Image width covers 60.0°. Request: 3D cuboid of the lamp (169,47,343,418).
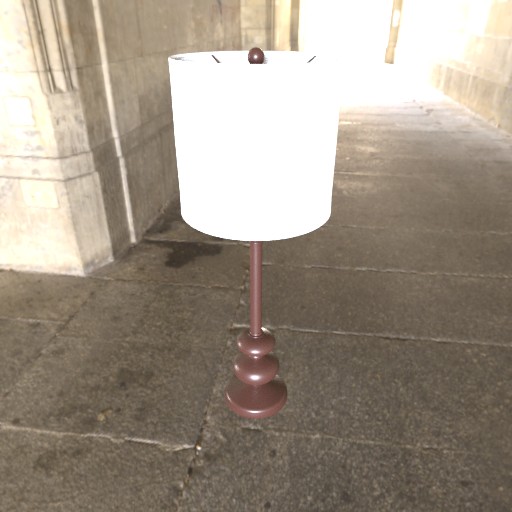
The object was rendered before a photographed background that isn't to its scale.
[{"bbox_3d":[0.000,0.000,0.809,0.254,0.690,0.254,-20,34,-32],"label":"lamp"}]
